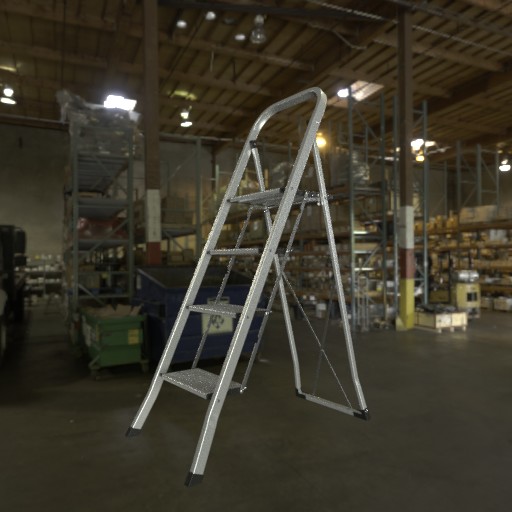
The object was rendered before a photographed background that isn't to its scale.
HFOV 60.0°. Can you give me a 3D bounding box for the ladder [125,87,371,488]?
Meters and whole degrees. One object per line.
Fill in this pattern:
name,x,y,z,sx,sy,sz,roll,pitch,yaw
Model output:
ladder,0.000,0.000,1.666,0.830,1.290,0.465,1,-1,-38
